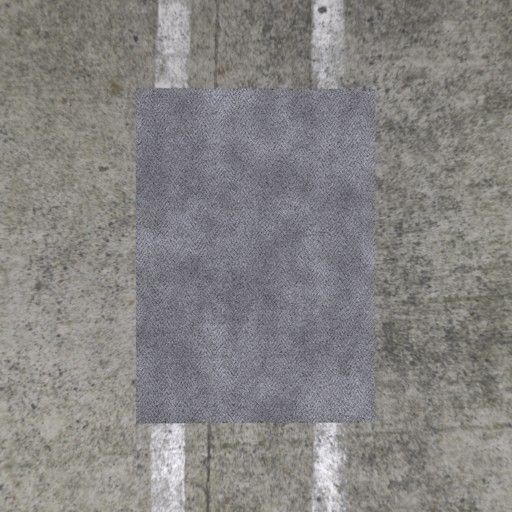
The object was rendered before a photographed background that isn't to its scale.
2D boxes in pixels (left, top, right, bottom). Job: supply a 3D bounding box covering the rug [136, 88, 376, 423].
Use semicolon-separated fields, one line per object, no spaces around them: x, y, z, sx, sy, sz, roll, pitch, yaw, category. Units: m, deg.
0.000;0.000;2.964;1.600;0.008;2.235;0;90;-1;rug
